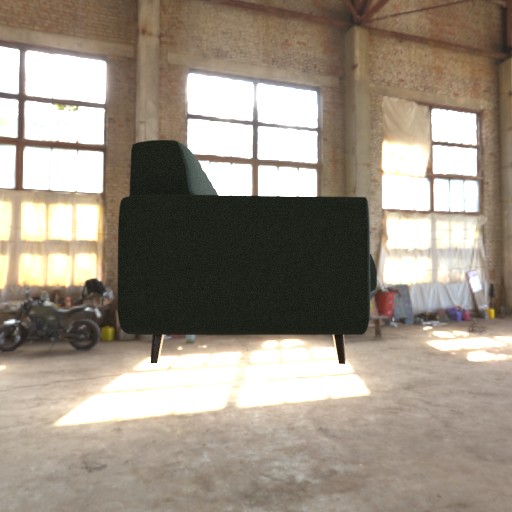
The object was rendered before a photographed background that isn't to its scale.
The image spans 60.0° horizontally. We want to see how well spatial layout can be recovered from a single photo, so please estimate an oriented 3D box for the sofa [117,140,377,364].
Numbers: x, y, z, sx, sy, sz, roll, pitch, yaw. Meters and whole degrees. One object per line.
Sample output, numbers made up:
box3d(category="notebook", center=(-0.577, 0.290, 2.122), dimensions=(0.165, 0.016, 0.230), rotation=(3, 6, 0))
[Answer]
box3d(category="sofa", center=(0.000, 0.000, 2.498), dimensions=(0.909, 0.841, 2.029), rotation=(0, -2, 1))
